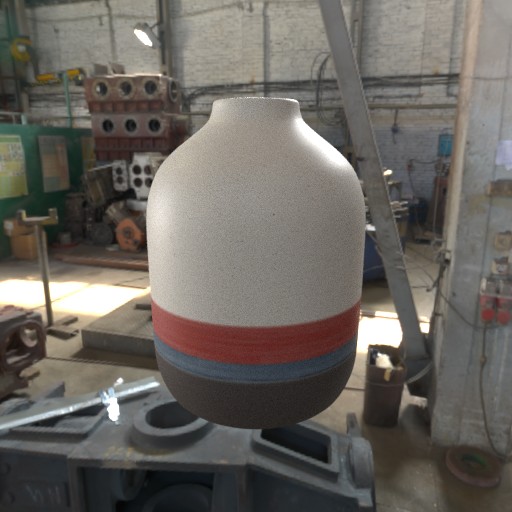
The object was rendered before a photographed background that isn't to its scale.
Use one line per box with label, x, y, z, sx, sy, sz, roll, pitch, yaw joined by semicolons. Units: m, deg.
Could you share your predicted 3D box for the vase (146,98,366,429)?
vase;0.000;0.000;0.359;0.169;0.237;0.169;0;15;0
